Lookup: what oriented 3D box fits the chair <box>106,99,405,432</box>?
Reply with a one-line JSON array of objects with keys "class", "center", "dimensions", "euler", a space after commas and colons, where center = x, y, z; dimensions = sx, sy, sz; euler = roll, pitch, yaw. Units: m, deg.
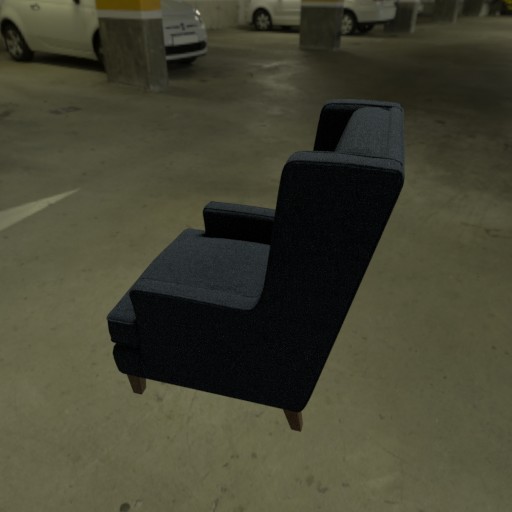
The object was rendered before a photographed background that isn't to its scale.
[{"class": "chair", "center": [0.000, 0.000, 1.735], "dimensions": [0.947, 1.072, 0.764], "euler": [8, 32, 13]}]
